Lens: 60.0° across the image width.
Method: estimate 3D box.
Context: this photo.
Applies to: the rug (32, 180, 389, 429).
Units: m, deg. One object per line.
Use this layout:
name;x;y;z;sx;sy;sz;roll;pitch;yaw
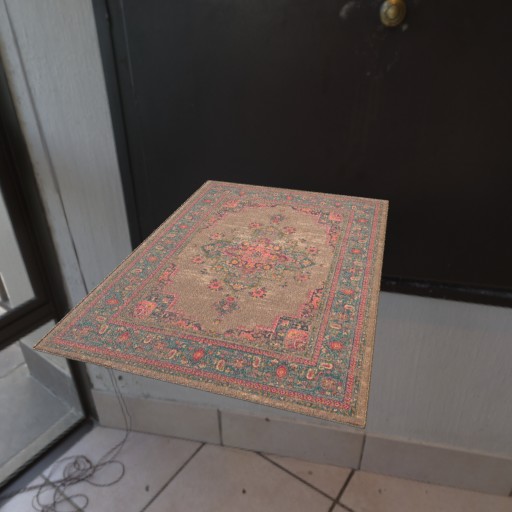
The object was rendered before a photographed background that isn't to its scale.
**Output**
rug;0.000;0.000;3.644;2.005;0.013;2.890;9;32;14
